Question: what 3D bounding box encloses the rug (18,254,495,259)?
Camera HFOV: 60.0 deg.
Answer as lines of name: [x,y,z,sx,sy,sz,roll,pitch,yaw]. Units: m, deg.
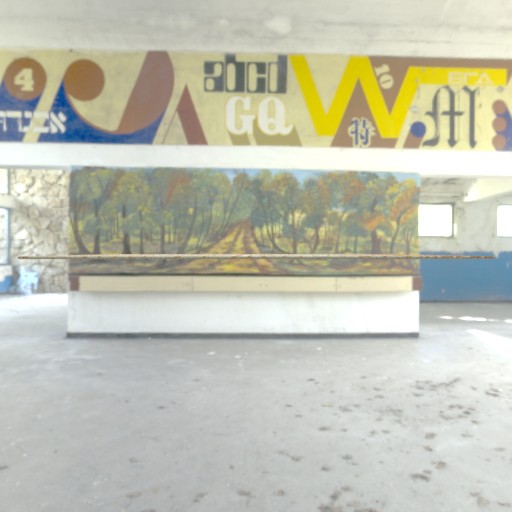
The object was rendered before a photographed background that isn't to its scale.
rug: [0.000,0.000,2.302,1.829,0.011,1.219,0,1,-1]
